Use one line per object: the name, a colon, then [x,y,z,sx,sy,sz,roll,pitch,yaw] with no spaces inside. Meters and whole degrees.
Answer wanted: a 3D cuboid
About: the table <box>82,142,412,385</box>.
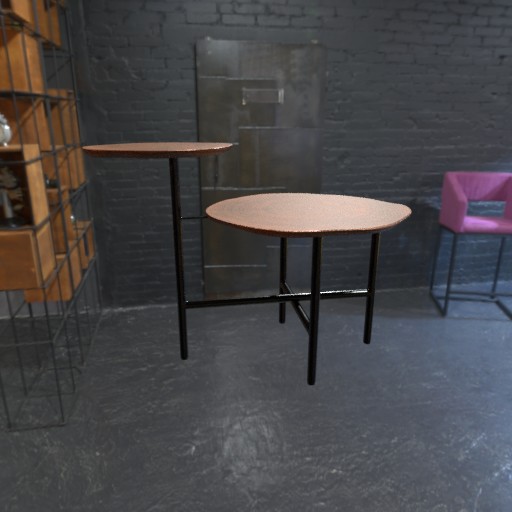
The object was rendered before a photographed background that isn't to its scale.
table: [0.000,0.000,1.104,0.759,0.538,0.442,-3,18,-8]
